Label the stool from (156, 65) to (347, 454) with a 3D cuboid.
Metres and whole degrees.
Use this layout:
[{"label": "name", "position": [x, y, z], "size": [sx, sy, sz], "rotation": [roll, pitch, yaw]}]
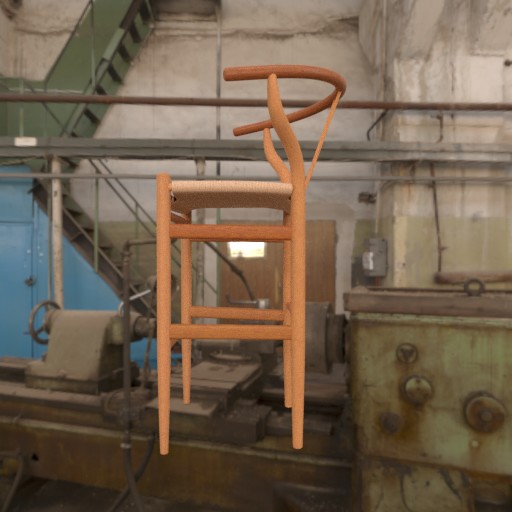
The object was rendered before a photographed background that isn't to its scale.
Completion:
[{"label": "stool", "position": [0.000, 0.000, 1.399], "size": [0.561, 1.068, 0.574], "rotation": [0, 1, 0]}]
